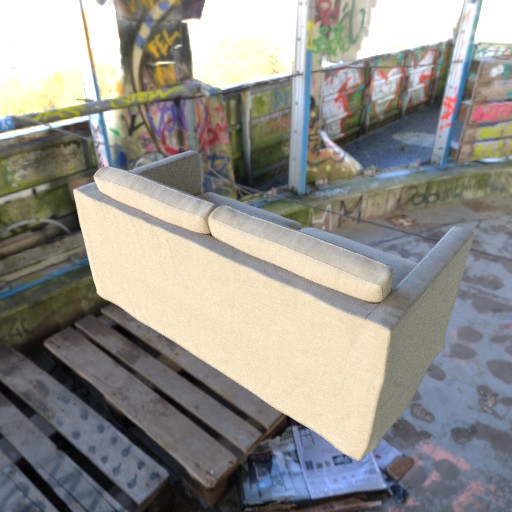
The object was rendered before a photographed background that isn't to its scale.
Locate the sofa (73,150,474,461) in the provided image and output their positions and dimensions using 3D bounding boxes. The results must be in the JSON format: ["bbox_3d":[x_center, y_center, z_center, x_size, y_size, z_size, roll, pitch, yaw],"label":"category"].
[{"bbox_3d":[0.000,0.000,2.439,1.959,0.835,0.962,23,38,33],"label":"sofa"}]
